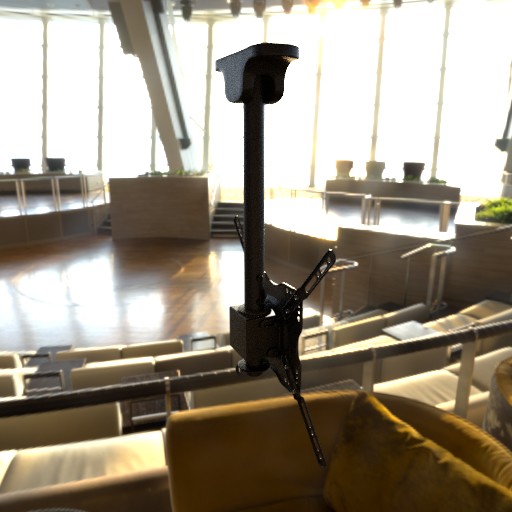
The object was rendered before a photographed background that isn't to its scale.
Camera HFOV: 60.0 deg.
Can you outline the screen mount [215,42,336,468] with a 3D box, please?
[{"bbox_3d":[0.000,0.000,0.868,0.090,0.729,0.393,-7,17,-26],"label":"screen mount"}]
